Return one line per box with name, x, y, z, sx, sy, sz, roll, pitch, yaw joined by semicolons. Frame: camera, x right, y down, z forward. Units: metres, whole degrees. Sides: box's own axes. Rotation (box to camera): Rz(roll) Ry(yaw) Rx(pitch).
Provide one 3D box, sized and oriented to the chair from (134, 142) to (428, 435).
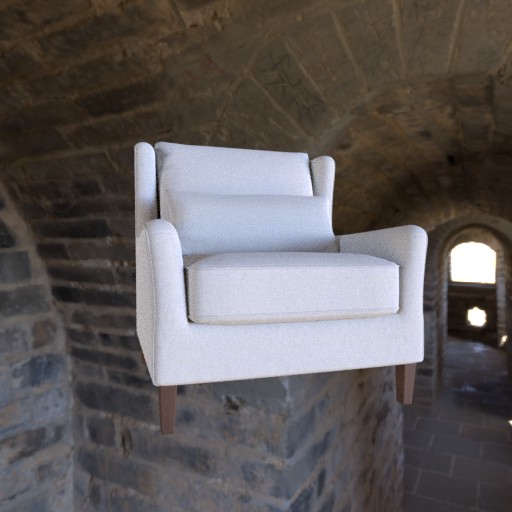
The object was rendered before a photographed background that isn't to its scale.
chair;0.000;0.000;1.873;0.982;1.056;1.040;0;0;-18
